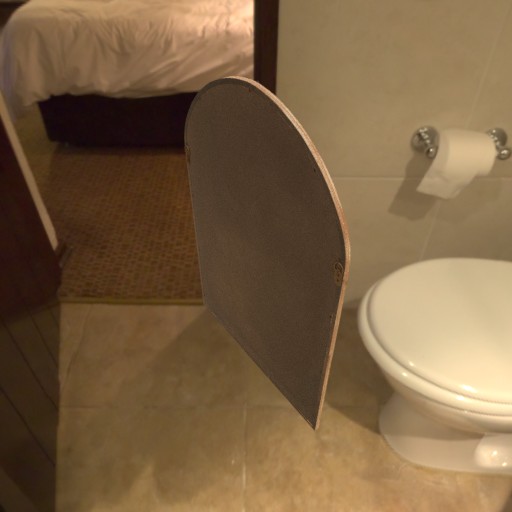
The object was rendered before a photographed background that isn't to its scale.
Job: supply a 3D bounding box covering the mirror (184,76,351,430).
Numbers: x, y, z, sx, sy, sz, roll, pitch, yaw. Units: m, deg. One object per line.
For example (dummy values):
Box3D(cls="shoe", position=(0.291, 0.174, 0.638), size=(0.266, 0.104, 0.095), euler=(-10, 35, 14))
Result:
Box3D(cls="mirror", position=(0.000, 0.000, 1.169), size=(0.032, 0.915, 0.609), euler=(-27, 49, -26))
